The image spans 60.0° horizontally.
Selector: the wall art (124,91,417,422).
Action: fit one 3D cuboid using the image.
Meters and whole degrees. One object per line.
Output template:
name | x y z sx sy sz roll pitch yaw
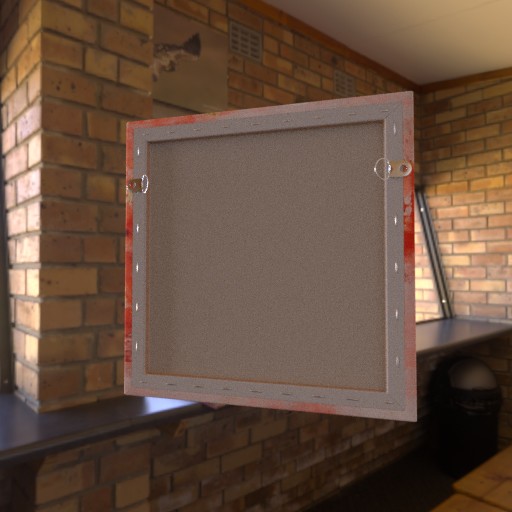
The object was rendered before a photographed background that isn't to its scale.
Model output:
wall art | 0.000 0.000 1.298 0.878 0.878 0.066 -1 -2 17
